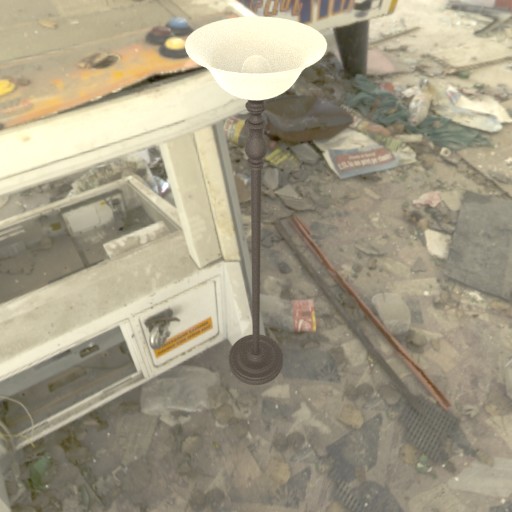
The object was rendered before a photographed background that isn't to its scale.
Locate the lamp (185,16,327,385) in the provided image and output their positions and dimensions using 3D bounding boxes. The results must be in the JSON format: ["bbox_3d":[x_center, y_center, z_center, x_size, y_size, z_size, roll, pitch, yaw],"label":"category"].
[{"bbox_3d":[0.000,0.000,1.926,0.405,1.797,0.405,-4,47,-4],"label":"lamp"}]
